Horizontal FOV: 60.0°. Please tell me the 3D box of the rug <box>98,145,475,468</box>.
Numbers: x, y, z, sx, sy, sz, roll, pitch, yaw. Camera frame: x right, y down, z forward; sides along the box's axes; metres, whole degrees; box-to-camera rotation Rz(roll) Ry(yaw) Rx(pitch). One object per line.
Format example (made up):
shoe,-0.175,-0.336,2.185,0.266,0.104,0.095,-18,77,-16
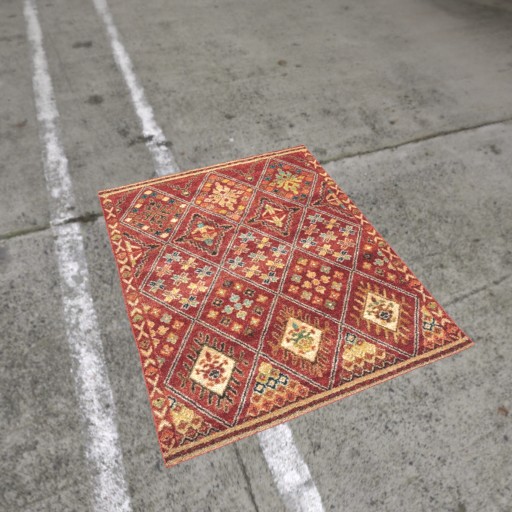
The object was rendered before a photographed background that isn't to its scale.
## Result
rug,0.000,0.000,4.158,2.489,0.030,3.086,-16,49,-15
